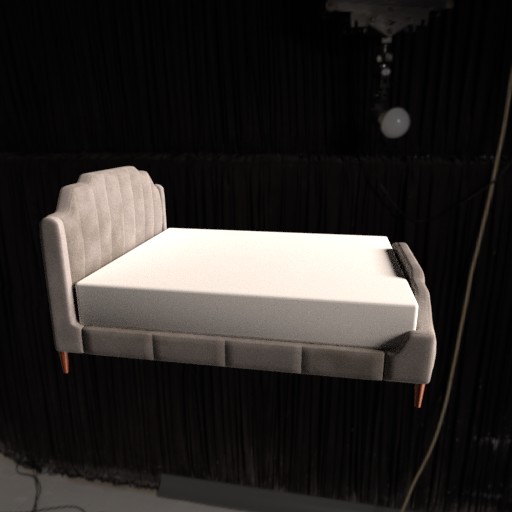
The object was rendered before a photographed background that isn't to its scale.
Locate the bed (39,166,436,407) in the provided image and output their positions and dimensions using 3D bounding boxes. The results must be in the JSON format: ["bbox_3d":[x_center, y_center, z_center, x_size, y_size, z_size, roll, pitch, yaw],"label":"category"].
[{"bbox_3d":[0.000,0.000,3.326,2.340,1.245,1.676,3,16,10],"label":"bed"}]
